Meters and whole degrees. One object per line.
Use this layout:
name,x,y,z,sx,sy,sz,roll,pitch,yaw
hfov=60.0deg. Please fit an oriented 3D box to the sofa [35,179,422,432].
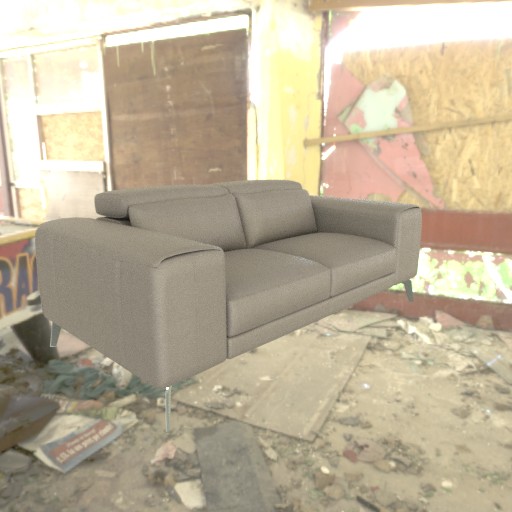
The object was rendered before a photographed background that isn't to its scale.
sofa,0.000,0.000,2.410,1.024,0.753,1.930,13,18,43
